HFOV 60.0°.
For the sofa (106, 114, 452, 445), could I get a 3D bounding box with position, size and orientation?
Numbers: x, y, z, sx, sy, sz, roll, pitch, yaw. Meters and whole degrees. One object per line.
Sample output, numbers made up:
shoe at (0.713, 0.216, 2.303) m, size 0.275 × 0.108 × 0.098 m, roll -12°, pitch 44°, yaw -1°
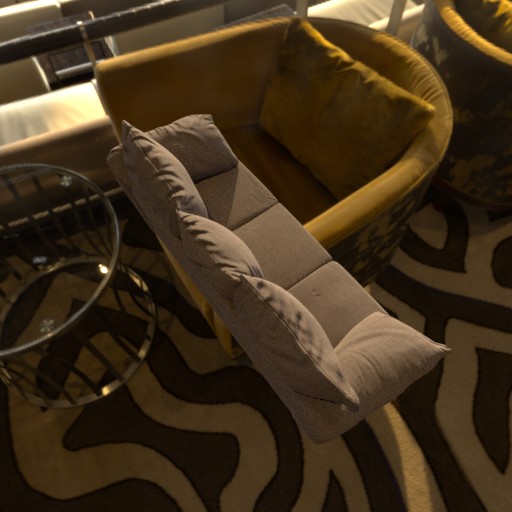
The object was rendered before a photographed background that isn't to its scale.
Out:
sofa at (0.000, 0.000, 2.897) m, size 0.927 × 1.043 × 2.390 m, roll -33°, pitch 65°, yaw -18°
